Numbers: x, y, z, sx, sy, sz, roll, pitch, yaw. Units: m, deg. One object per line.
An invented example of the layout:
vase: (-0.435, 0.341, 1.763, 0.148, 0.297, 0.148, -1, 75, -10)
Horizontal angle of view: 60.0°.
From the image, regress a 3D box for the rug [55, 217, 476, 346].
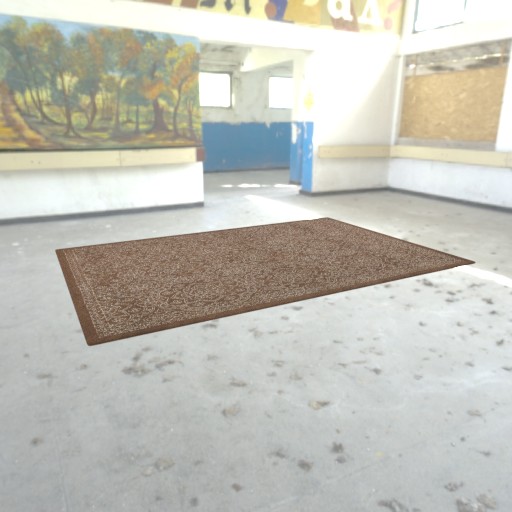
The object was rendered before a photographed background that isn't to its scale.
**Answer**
rug: (0.000, 0.000, 2.303, 1.829, 0.010, 1.219, -9, 19, -27)
